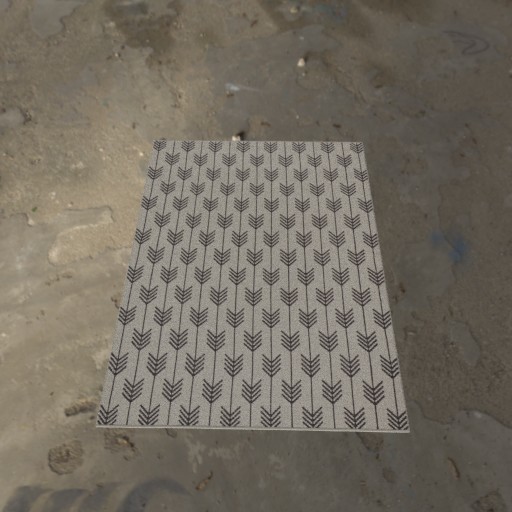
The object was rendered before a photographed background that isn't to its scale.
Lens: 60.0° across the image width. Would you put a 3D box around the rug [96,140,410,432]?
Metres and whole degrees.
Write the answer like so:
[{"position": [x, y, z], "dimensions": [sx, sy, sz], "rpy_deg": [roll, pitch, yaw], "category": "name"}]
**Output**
[{"position": [0.000, 0.000, 4.109], "dimensions": [2.330, 0.010, 3.061], "rpy_deg": [1, 57, 1], "category": "rug"}]
